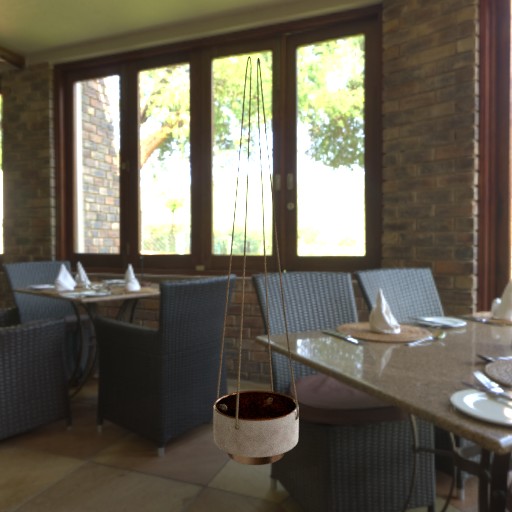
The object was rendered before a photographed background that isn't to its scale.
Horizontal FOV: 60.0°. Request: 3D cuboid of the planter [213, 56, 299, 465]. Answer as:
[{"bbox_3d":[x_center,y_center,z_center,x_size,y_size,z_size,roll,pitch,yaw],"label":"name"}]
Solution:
[{"bbox_3d":[0.000,0.000,1.159,0.223,1.030,0.223,0,1,-21],"label":"planter"}]
